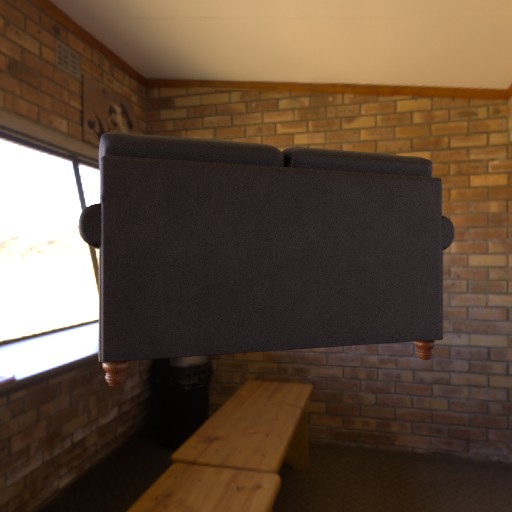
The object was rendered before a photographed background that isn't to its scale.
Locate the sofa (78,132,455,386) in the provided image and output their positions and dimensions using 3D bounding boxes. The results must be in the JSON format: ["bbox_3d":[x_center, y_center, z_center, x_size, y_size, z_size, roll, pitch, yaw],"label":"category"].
[{"bbox_3d":[0.000,0.000,2.316,1.663,0.979,1.030,0,0,-18],"label":"sofa"}]
